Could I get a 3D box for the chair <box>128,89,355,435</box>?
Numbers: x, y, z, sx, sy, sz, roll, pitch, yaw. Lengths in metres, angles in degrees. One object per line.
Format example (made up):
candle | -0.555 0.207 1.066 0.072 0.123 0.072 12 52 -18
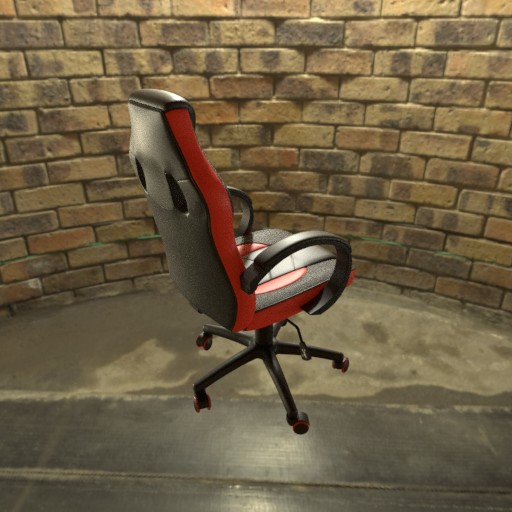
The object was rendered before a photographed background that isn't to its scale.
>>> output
chair | 0.000 0.000 1.394 0.642 1.016 0.600 -18 32 -31
